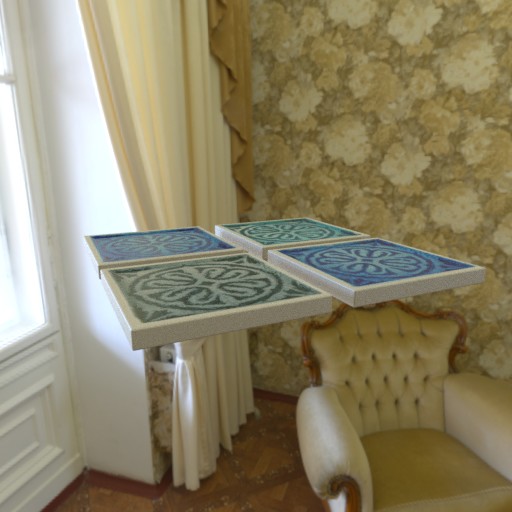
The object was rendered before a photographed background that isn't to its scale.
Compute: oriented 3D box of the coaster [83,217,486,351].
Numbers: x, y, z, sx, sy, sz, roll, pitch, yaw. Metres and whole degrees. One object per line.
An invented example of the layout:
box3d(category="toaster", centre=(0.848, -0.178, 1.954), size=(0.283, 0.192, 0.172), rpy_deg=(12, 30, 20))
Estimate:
box3d(category="coaster", centre=(0.000, 0.000, 0.326), size=(0.219, 0.010, 0.214), rpy_deg=(-7, 16, -25))
